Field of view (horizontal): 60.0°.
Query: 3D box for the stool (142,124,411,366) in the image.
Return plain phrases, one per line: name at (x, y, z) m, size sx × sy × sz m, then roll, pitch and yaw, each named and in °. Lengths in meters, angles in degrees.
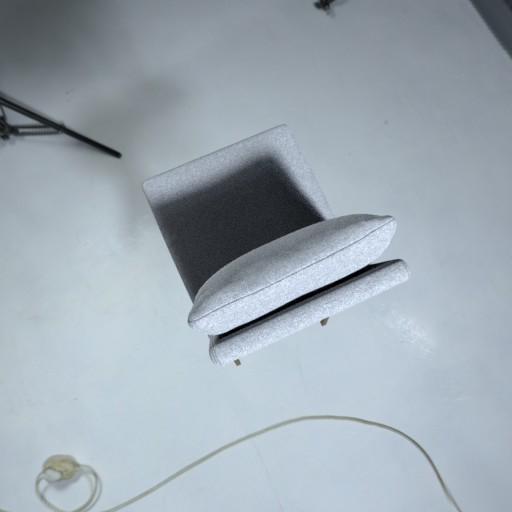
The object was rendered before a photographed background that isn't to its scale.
stool at (0.000, 0.000, 1.393) m, size 0.463 × 1.130 × 0.569 m, roll -24°, pitch 77°, yaw -6°
